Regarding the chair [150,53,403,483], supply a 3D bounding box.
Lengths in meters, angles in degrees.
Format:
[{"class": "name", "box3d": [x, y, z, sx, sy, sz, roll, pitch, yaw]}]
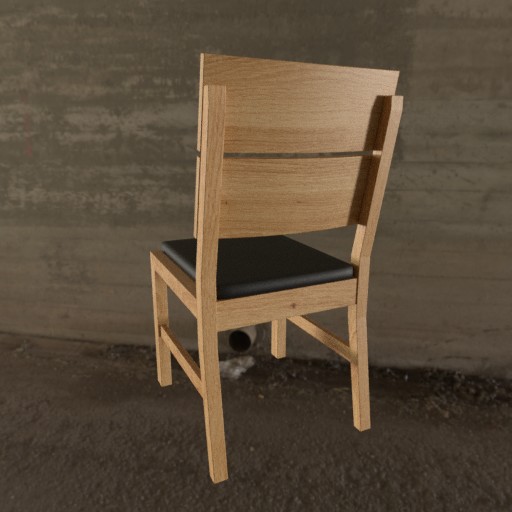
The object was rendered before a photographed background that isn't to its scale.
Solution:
[{"class": "chair", "box3d": [0.000, 0.000, 1.260, 0.475, 0.950, 0.569, -7, 16, -26]}]
